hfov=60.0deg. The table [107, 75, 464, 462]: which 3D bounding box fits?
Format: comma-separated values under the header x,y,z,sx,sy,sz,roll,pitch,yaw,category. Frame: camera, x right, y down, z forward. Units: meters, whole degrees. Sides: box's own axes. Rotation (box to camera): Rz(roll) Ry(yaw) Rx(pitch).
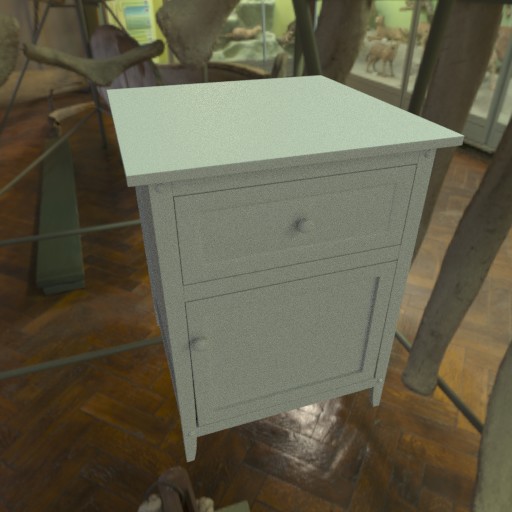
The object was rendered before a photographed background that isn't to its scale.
x,y,z,sx,sy,sz,roll,pitch,yaw,category
0.000,0.000,0.742,0.381,0.483,0.381,-10,34,-16,table
